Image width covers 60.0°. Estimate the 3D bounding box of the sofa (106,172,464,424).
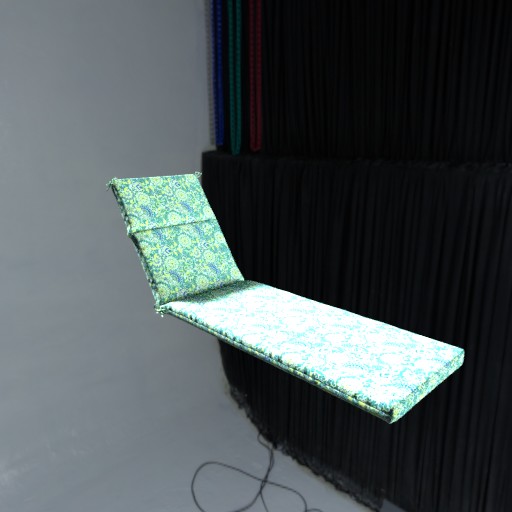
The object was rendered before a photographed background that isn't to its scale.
[{"bbox_3d":[0.000,0.000,1.944,0.582,0.622,1.663,-14,21,-42],"label":"sofa"}]
